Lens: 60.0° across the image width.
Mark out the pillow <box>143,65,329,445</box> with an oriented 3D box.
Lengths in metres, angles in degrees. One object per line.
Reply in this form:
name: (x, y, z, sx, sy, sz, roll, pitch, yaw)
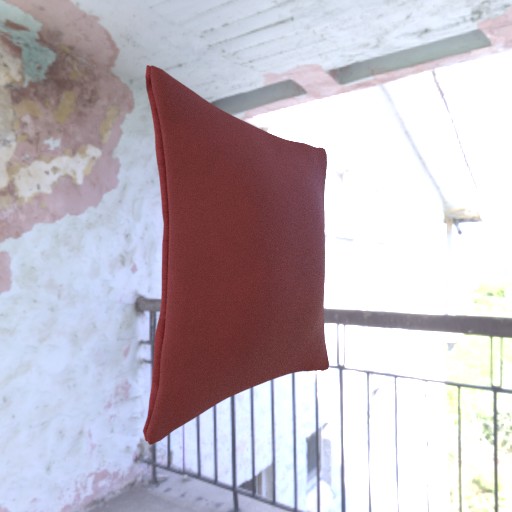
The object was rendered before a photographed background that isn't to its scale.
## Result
pillow: (0.000, 0.000, 0.661, 0.151, 0.416, 0.435, -1, -1, 35)
